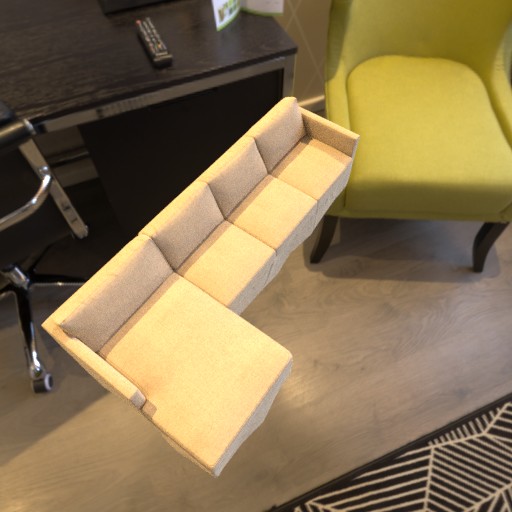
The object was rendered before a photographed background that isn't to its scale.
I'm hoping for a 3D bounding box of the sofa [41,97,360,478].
[{"bbox_3d":[0.000,0.000,3.917,1.650,0.922,3.205,32,63,18],"label":"sofa"}]
